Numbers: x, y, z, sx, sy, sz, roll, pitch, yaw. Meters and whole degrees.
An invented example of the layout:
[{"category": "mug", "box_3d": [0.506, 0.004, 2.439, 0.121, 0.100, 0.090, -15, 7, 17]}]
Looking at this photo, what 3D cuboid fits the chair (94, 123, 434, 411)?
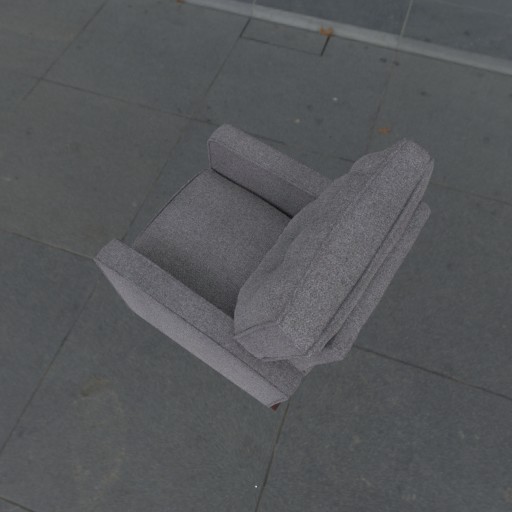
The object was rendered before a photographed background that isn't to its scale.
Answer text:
[{"category": "chair", "box_3d": [0.000, 0.000, 1.403, 0.775, 0.889, 0.650, 31, 67, 15]}]
